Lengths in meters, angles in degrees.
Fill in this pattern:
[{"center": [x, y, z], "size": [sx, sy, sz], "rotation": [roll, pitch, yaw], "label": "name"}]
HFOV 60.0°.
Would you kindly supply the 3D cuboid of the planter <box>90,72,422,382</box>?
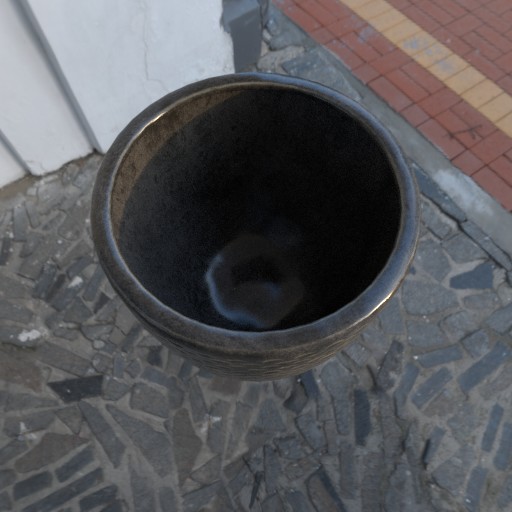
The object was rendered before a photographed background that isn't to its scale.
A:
[{"center": [0.000, 0.000, 0.300], "size": [0.172, 0.160, 0.172], "rotation": [0, 65, 0], "label": "planter"}]
